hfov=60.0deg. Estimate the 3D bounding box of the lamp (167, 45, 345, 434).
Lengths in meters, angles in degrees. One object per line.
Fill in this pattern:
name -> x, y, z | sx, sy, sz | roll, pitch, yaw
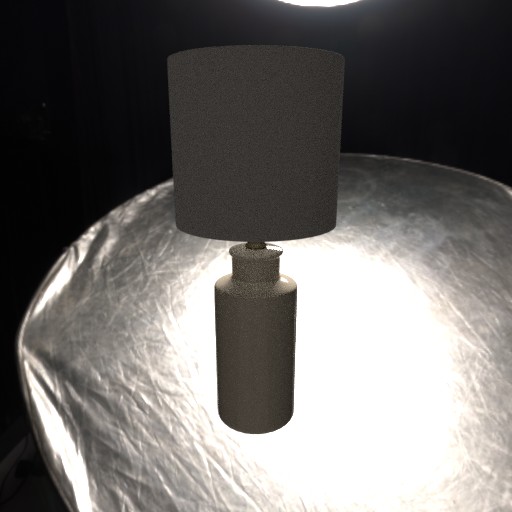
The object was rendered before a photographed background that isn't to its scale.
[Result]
lamp -> 0.000, 0.000, 0.606 | 0.212, 0.493, 0.212 | 2, 16, 7
